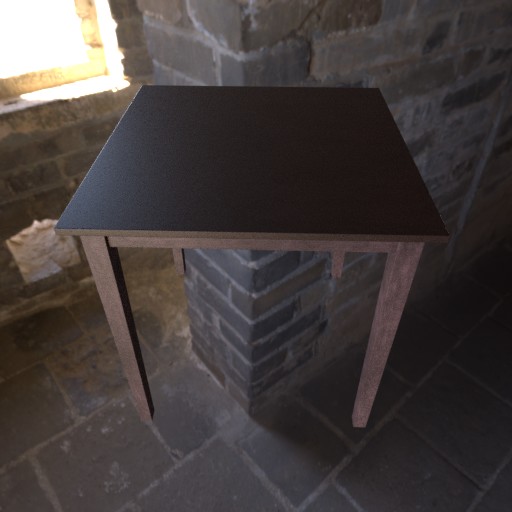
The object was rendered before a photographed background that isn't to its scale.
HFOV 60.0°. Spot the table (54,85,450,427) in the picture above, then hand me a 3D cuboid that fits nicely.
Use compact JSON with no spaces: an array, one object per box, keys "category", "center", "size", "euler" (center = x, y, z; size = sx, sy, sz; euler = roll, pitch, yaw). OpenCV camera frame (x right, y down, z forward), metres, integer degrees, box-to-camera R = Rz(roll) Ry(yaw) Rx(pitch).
[{"category":"table","center":[0.000,0.000,1.370],"size":[0.749,0.770,0.749],"euler":[1,41,1]}]
